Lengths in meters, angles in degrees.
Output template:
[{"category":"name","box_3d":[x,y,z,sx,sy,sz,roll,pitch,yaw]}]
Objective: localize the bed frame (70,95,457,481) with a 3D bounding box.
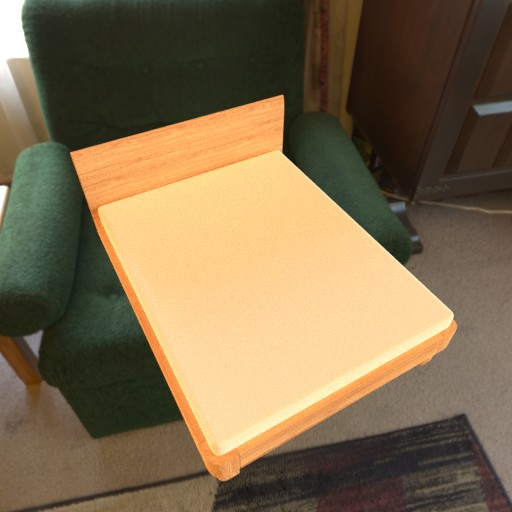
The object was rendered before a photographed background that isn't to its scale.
[{"category":"bed frame","box_3d":[0.000,0.000,2.935,1.660,0.940,2.092,-22,50,-20]}]
